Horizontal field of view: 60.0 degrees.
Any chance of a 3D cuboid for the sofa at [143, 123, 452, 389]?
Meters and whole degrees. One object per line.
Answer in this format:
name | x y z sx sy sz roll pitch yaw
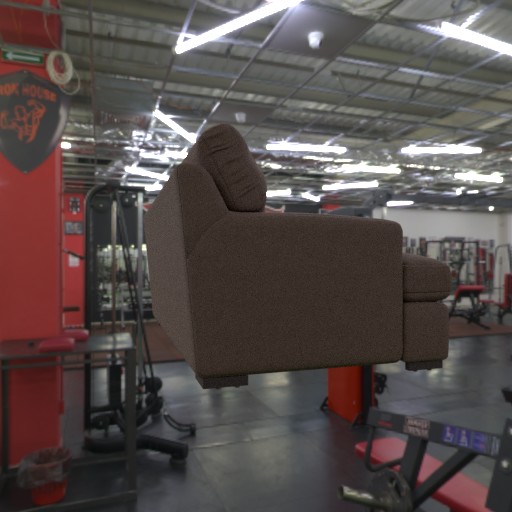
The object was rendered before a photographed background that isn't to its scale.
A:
sofa | 0.000 0.000 2.506 1.140 0.950 1.869 0 -1 -18
